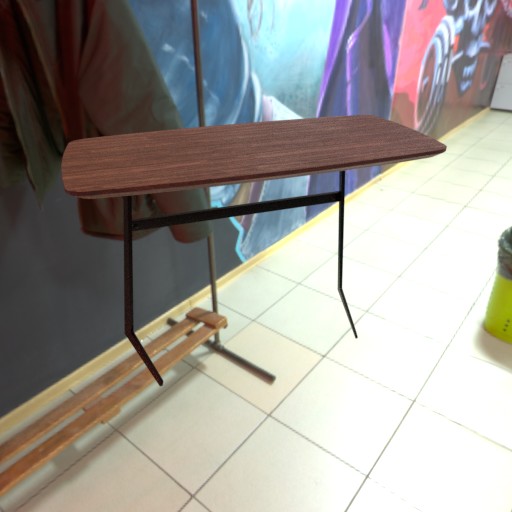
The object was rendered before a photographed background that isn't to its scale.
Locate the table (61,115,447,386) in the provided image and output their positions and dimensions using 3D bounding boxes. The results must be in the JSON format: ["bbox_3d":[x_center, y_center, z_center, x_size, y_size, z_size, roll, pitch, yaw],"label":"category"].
[{"bbox_3d":[0.000,0.000,1.125,0.804,0.576,0.361,-10,32,-16],"label":"table"}]
